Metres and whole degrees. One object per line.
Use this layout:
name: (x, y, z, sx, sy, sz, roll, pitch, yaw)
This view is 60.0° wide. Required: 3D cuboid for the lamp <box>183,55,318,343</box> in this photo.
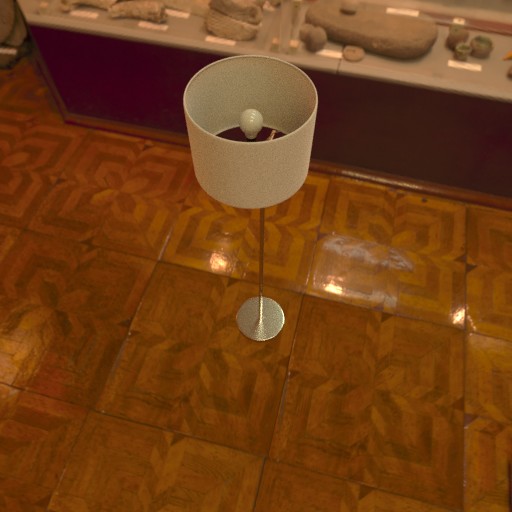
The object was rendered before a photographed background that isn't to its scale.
lamp: (0.000, 0.000, 1.768, 0.324, 1.600, 0.416, 14, 59, 9)
